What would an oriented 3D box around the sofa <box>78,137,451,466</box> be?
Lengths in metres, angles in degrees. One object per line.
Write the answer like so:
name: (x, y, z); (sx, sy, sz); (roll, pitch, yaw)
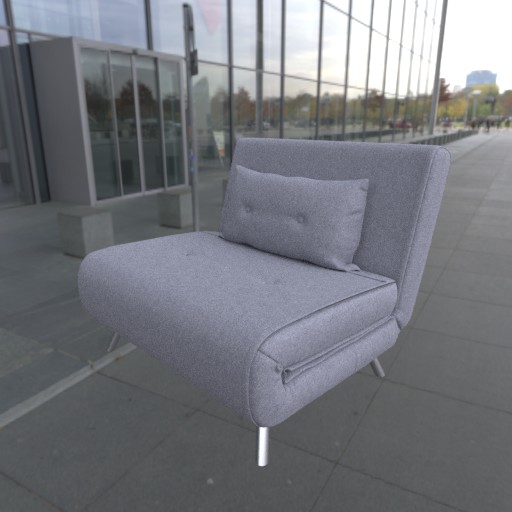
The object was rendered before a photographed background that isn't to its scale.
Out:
sofa: (0.000, 0.000, 1.688); (1.000, 0.825, 1.020); (-16, 24, -42)
